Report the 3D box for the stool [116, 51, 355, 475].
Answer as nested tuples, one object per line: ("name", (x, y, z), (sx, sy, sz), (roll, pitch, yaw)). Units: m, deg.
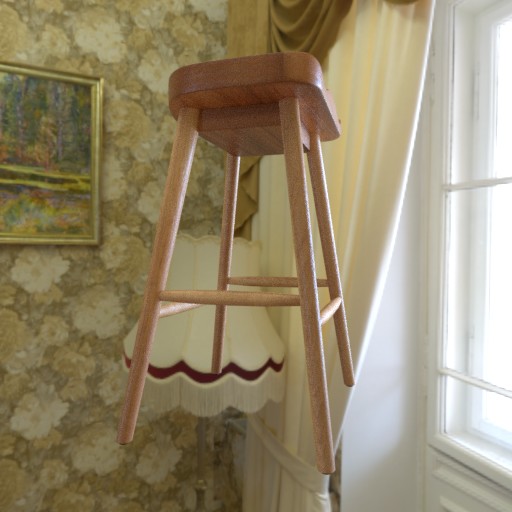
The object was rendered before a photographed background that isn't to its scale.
("stool", (0.000, 0.000, 0.880), (0.361, 0.615, 0.440), (0, 1, 16))
